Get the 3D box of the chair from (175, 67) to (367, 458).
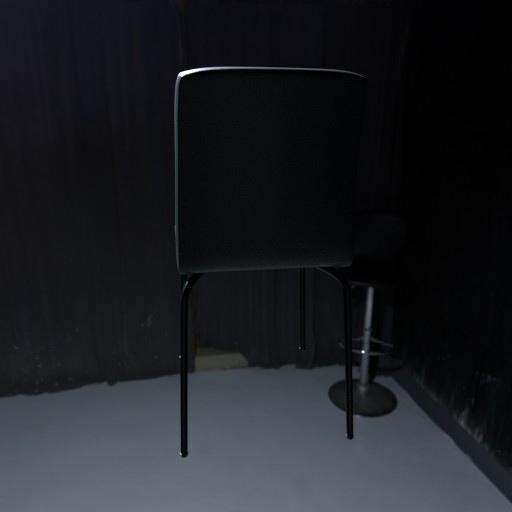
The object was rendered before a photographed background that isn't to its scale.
[{"bbox_3d":[0.000,0.000,1.196,0.450,0.872,0.572,-2,15,-9],"label":"chair"}]
